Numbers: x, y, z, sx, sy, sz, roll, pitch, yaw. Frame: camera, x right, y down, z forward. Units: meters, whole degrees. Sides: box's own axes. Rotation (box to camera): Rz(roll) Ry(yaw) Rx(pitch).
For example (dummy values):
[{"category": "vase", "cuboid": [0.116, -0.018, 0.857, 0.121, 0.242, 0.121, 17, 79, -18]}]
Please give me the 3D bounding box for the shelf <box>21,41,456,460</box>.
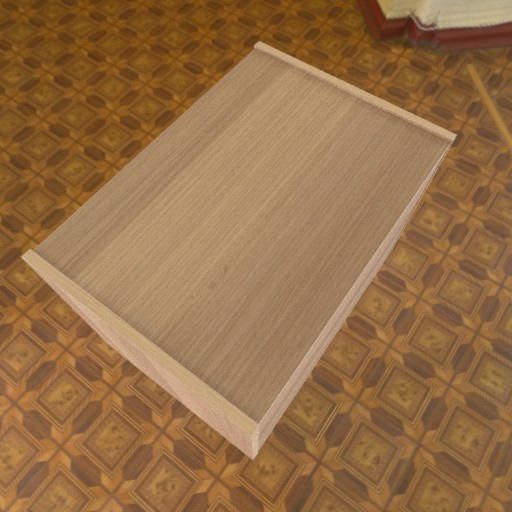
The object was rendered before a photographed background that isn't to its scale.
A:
[{"category": "shelf", "cuboid": [0.000, 0.000, 0.623, 0.290, 0.305, 0.415, 33, 67, 16]}]
